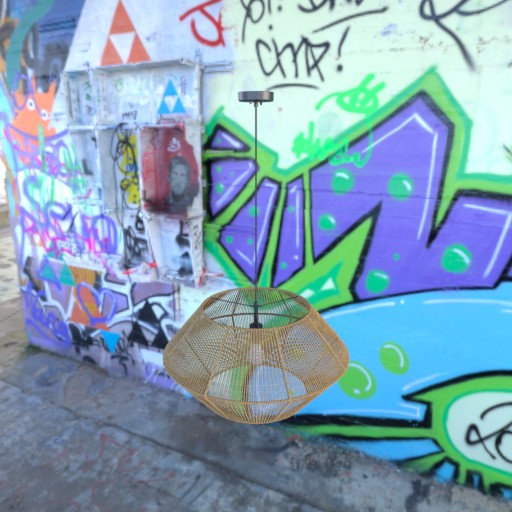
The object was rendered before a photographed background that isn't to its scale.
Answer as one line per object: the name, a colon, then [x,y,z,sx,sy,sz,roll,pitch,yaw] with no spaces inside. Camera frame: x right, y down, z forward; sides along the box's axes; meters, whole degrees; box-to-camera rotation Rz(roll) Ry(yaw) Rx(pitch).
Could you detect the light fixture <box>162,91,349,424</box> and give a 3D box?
light fixture: [0.000,0.000,1.453,0.643,1.009,0.643,0,16,0]
